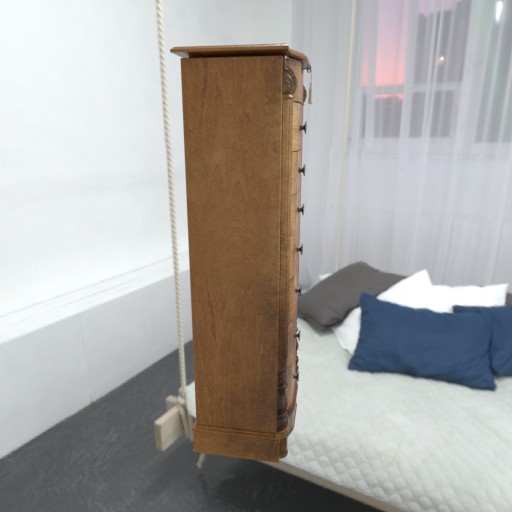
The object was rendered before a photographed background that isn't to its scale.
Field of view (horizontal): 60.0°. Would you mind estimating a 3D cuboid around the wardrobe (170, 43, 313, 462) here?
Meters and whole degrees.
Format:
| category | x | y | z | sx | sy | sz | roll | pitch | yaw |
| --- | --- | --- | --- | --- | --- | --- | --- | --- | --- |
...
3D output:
| category | x | y | z | sx | sy | sz | roll | pitch | yaw |
| --- | --- | --- | --- | --- | --- | --- | --- | --- | --- |
| wardrobe | 0.000 | 0.000 | 1.173 | 0.273 | 0.959 | 0.406 | 3 | 16 | 9 |
